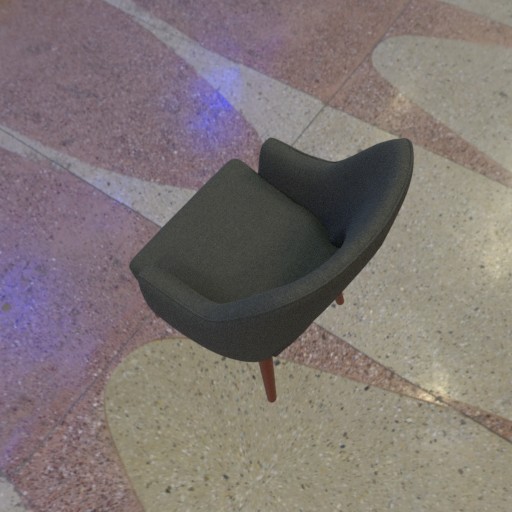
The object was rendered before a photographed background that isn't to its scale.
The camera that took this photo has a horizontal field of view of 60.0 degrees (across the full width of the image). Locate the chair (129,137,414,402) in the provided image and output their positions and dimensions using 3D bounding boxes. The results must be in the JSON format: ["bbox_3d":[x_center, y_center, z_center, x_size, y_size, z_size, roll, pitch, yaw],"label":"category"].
[{"bbox_3d":[0.000,0.000,1.191,0.560,0.838,0.559,34,67,16],"label":"chair"}]
